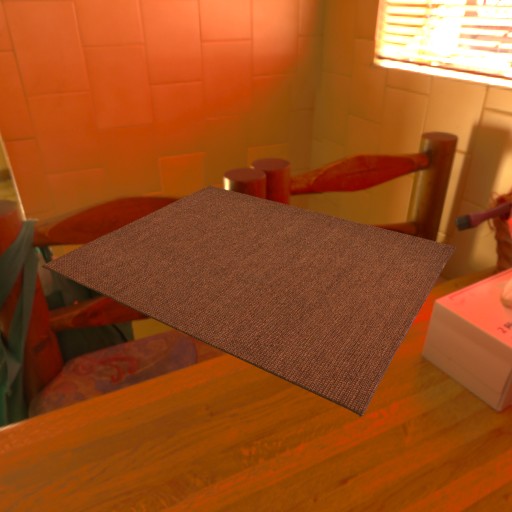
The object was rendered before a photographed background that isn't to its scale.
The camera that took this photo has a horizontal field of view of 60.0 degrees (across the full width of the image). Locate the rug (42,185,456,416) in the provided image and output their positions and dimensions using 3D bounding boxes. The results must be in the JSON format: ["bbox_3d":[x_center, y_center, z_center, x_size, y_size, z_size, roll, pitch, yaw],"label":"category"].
[{"bbox_3d":[0.000,0.000,4.169,3.068,0.021,2.456,18,34,28],"label":"rug"}]
